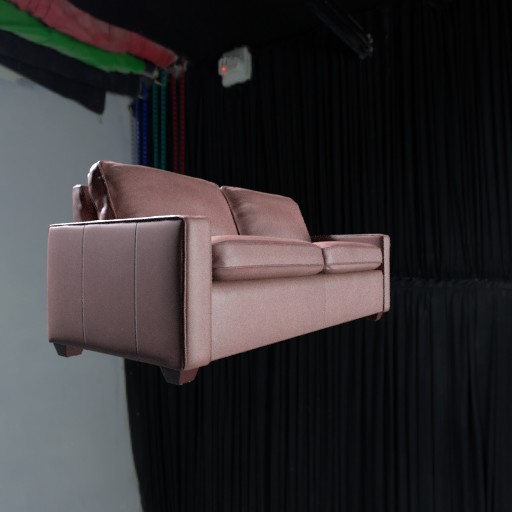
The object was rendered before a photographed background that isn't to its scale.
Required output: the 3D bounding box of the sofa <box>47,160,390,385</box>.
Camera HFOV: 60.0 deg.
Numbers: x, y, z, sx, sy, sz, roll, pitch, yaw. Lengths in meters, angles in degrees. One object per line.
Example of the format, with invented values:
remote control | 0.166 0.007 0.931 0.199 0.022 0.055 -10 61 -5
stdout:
sofa | 0.000 0.000 2.599 0.940 0.919 2.080 0 0 36
